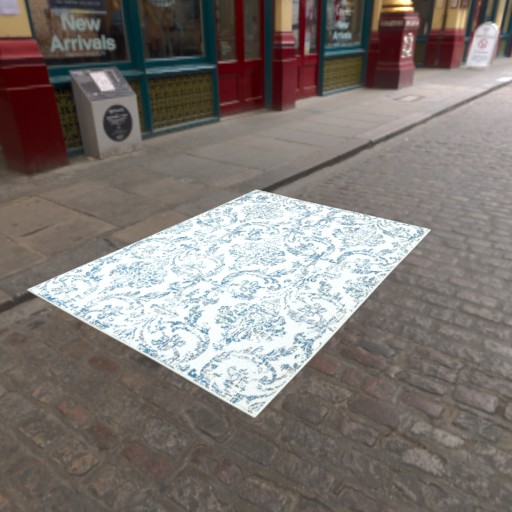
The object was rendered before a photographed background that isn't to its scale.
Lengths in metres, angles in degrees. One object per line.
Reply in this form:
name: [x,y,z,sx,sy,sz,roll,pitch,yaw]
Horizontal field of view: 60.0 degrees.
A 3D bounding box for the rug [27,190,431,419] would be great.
rug: [0.000,0.000,2.868,1.586,0.014,2.197,18,32,32]
